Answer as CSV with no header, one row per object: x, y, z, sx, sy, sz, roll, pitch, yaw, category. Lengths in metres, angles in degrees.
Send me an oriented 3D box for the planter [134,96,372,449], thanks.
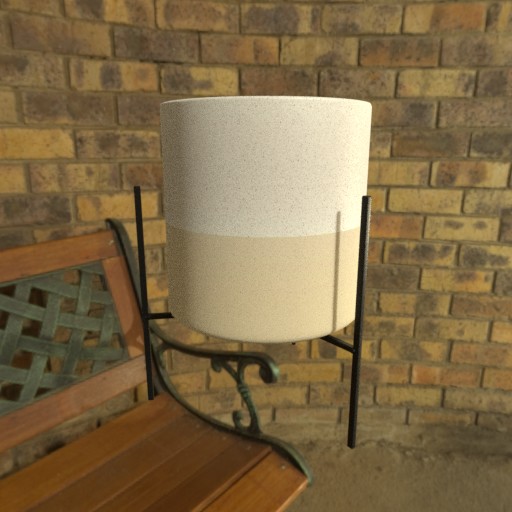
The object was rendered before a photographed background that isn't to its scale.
0.000,0.000,0.565,0.263,0.362,0.267,2,15,9,planter
